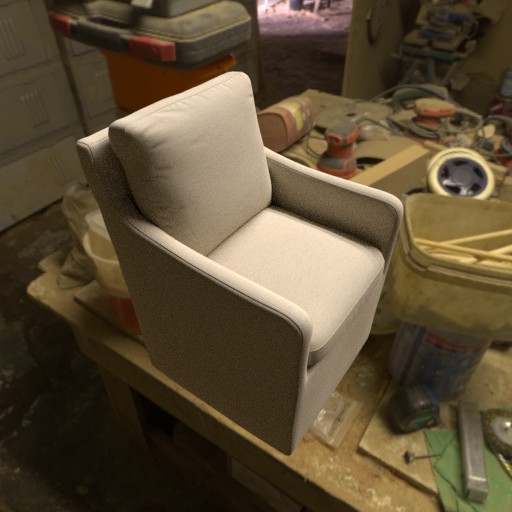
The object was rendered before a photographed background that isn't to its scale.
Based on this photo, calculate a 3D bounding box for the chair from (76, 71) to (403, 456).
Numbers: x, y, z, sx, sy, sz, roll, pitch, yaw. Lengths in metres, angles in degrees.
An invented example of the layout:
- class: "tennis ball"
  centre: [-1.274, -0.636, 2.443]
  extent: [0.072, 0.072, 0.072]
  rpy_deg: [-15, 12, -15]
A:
- class: "chair"
  centre: [0.000, 0.000, 1.372]
  extent: [0.694, 0.914, 0.626]
  rpy_deg: [25, 47, 26]
